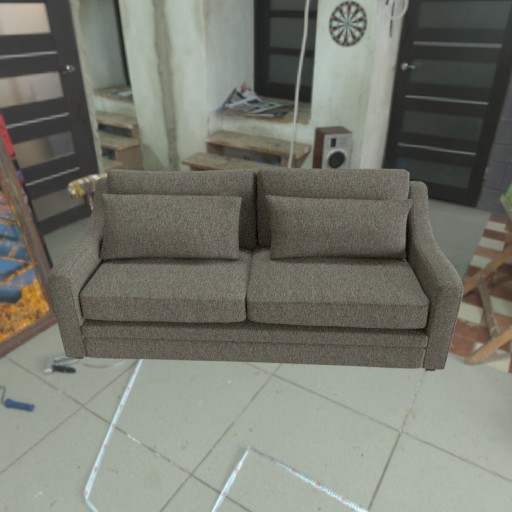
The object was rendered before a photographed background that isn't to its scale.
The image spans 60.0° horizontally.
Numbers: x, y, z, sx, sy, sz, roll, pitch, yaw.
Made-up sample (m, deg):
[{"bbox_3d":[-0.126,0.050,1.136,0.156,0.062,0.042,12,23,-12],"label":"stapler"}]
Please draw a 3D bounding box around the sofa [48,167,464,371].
[{"bbox_3d":[0.000,0.000,2.975,2.418,0.998,1.103,1,30,2],"label":"sofa"}]
